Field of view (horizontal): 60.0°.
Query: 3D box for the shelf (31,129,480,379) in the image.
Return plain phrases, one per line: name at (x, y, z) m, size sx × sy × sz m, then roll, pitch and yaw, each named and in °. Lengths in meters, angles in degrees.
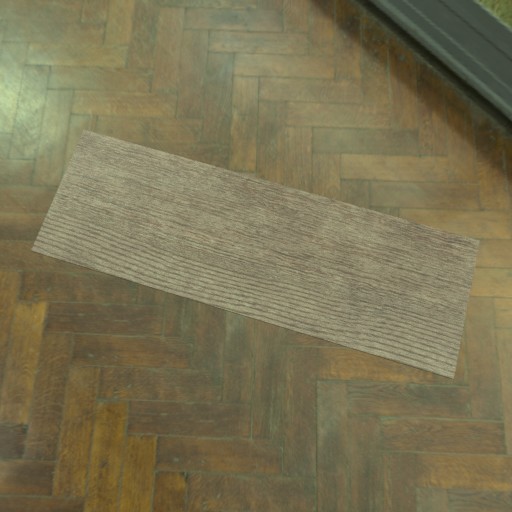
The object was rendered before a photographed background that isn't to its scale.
shelf at (0.000, 0.000, 0.693) m, size 0.610 × 0.125 × 0.200 m, roll 16°, pitch 77°, yaw 4°
